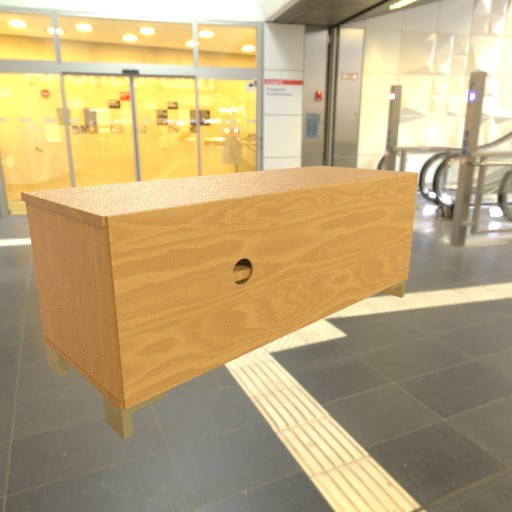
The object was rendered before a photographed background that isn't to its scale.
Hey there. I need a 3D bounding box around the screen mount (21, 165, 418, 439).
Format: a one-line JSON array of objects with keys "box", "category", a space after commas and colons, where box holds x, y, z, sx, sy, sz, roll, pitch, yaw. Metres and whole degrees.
[{"box": [0.000, 0.000, 1.279, 1.084, 0.432, 0.406, -15, 22, -42], "category": "screen mount"}]
